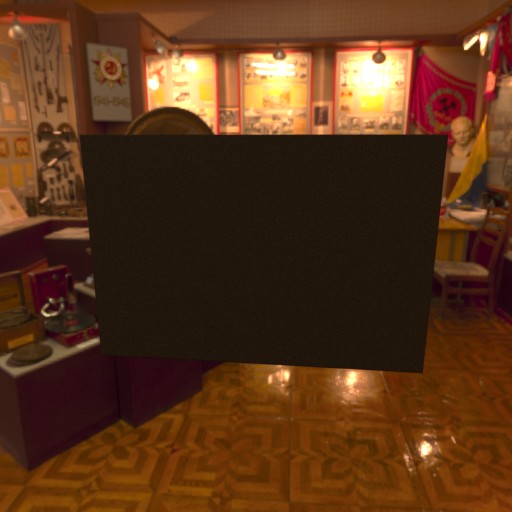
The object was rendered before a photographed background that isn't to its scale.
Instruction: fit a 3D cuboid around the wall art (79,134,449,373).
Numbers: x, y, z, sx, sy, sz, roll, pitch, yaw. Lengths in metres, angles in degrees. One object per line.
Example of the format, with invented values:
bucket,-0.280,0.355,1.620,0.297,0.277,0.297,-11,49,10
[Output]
wall art,0.000,0.000,1.241,0.958,0.656,0.026,2,15,7
